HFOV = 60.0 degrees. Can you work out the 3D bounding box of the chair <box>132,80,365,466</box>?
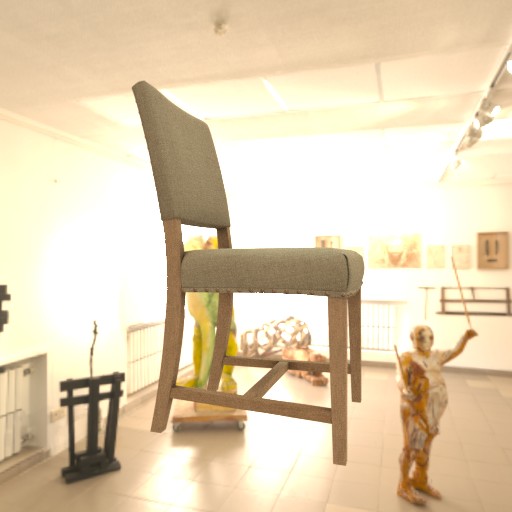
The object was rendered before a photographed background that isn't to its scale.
[{"bbox_3d":[0.000,0.000,1.367,0.622,0.986,0.508,0,0,17],"label":"chair"}]
